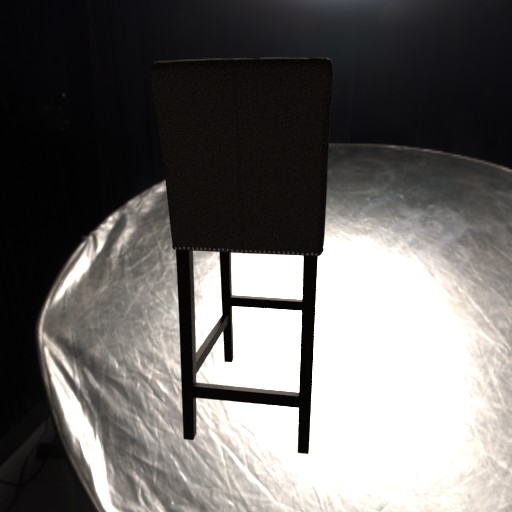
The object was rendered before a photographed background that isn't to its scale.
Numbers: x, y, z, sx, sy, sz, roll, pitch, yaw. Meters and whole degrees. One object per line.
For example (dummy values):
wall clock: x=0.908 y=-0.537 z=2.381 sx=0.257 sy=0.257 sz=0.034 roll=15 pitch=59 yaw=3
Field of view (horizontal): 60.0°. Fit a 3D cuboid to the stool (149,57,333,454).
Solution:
stool: x=0.000 y=0.000 z=1.345 sx=0.411 sy=1.047 sz=0.548 roll=3 pitch=17 yaw=9
